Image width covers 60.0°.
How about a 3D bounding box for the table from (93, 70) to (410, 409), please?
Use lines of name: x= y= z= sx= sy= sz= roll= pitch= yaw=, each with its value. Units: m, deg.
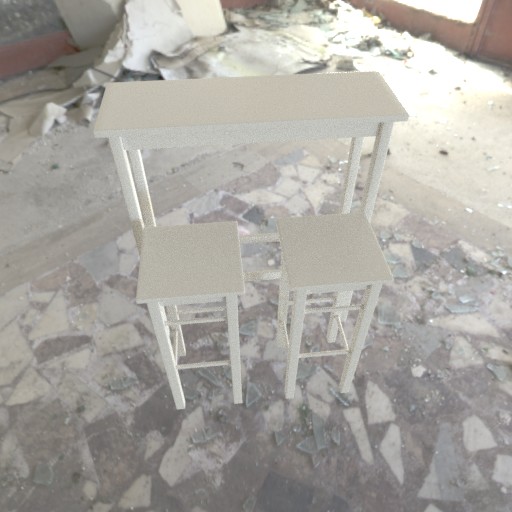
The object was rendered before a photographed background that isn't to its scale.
table: x=0.000 y=0.000 z=1.643 sx=0.915 sy=1.065 sz=0.650 roll=-4 pitch=46 yaw=-4
